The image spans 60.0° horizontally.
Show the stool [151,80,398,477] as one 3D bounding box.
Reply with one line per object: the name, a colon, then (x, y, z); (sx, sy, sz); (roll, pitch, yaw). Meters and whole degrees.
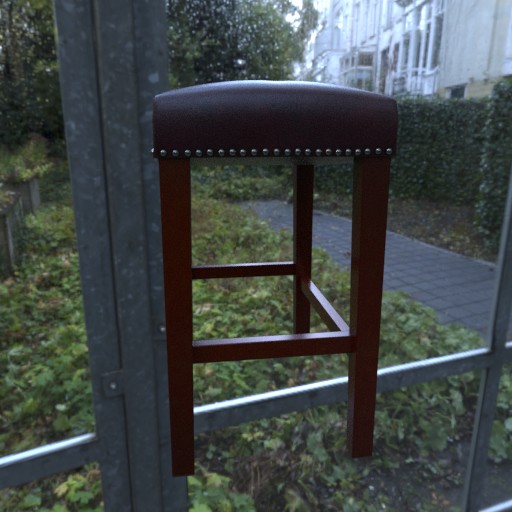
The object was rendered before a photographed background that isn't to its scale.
stool: (0.000, 0.000, 0.946); (0.372, 0.657, 0.504); (-2, 16, -8)
